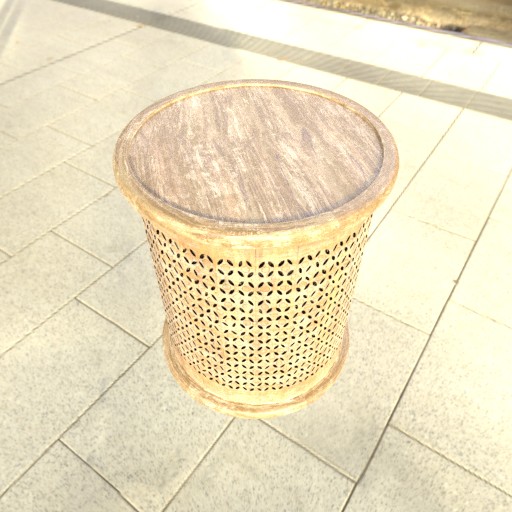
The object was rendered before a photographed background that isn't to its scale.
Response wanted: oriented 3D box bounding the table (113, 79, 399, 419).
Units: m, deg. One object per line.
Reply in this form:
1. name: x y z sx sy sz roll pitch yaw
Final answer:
1. table: 0.000 0.000 0.810 0.407 0.482 0.407 0 46 0
